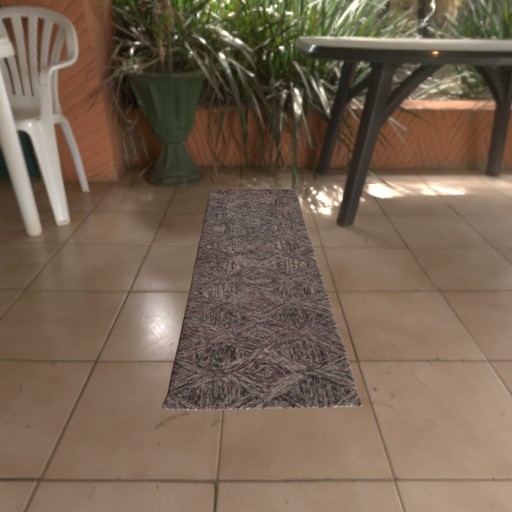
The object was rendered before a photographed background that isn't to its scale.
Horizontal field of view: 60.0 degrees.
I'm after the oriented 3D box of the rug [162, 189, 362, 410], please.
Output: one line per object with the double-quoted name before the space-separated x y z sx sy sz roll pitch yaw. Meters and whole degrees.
"rug" 0.000 0.000 2.585 0.719 0.013 2.305 -1 28 -1
